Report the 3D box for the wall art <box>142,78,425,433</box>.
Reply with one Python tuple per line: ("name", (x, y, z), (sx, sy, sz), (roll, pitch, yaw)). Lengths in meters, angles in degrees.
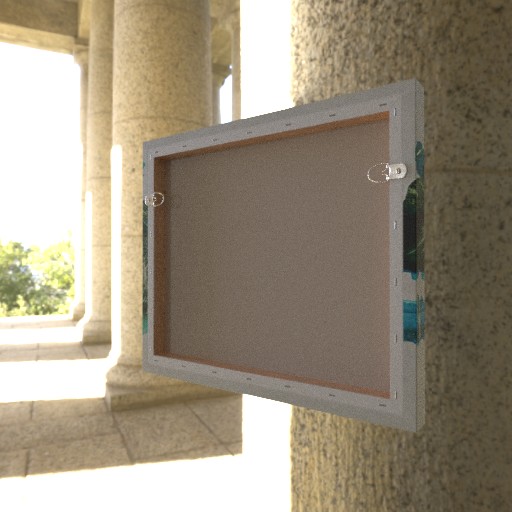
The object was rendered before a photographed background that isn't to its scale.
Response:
("wall art", (0.000, 0.000, 0.704), (0.507, 0.435, 0.041), (0, -1, 36))
